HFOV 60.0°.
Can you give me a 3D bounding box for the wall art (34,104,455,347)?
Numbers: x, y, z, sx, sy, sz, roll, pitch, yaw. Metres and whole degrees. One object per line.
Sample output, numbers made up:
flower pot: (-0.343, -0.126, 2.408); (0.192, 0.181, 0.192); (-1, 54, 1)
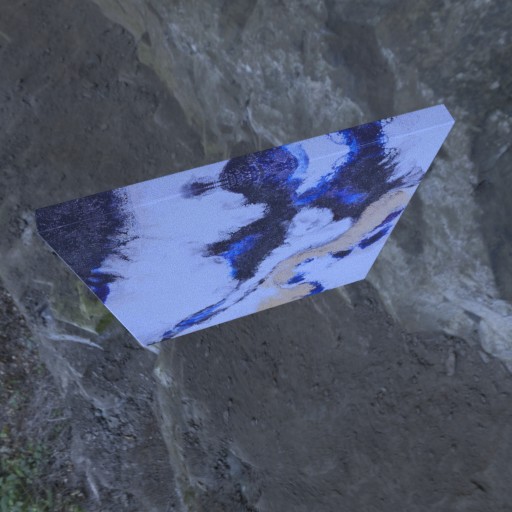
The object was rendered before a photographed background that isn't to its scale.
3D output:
wall art: (0.000, 0.000, 0.895); (0.609, 0.609, 0.039); (-16, 66, -8)
